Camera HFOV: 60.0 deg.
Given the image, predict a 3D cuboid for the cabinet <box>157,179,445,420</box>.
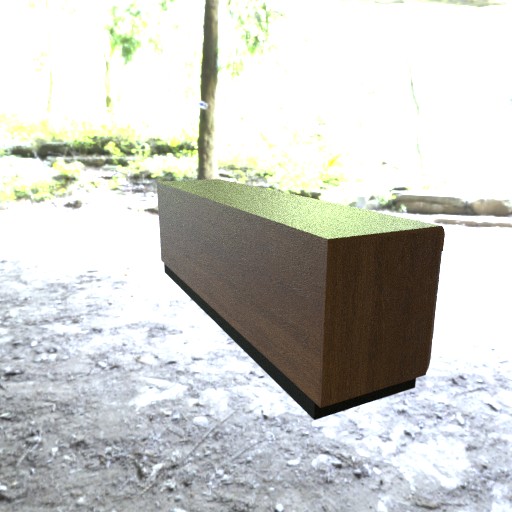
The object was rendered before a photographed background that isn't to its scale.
[{"bbox_3d":[0.000,0.000,1.880,0.419,0.510,1.600,-7,16,-25],"label":"cabinet"}]
